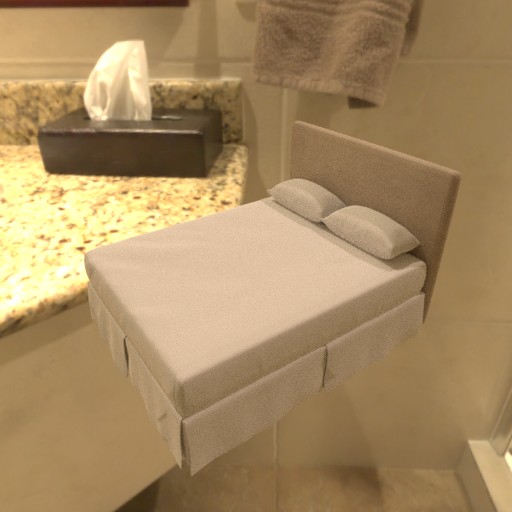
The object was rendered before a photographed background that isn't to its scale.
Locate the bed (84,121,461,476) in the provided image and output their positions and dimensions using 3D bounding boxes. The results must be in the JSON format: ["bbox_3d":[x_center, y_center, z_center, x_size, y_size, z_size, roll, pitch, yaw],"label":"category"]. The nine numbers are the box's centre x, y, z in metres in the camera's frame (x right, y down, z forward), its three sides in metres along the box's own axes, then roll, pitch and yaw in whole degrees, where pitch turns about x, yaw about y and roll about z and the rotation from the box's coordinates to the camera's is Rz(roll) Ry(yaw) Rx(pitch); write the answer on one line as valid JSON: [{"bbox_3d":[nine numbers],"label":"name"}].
[{"bbox_3d":[0.000,0.000,3.220,2.162,1.330,1.713,-20,36,-30],"label":"bed"}]
